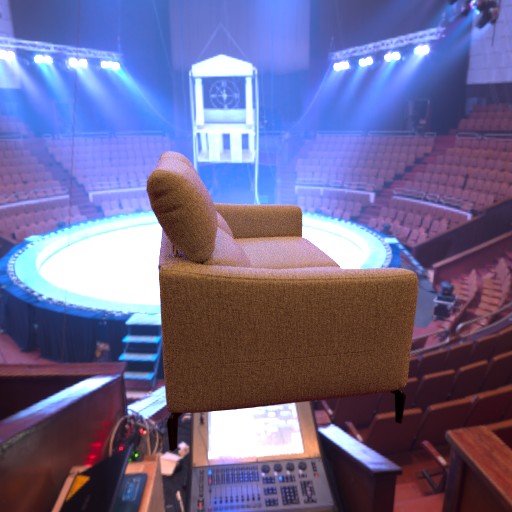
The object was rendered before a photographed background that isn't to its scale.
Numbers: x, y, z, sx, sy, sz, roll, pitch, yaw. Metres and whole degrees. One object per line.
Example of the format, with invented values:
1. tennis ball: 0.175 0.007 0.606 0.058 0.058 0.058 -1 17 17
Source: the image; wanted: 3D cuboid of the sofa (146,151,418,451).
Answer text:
1. sofa: 0.000 0.000 2.118 0.905 0.950 1.540 -3 16 -10
